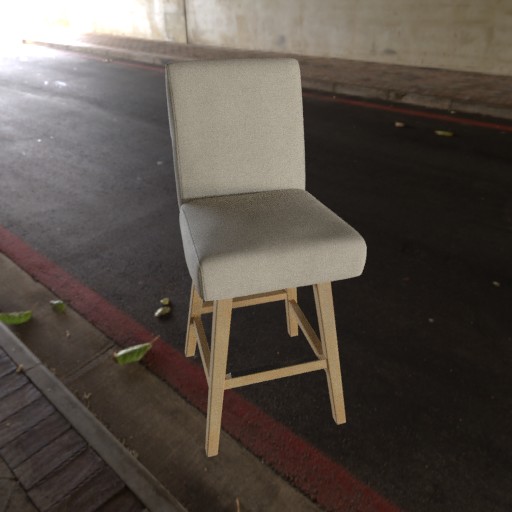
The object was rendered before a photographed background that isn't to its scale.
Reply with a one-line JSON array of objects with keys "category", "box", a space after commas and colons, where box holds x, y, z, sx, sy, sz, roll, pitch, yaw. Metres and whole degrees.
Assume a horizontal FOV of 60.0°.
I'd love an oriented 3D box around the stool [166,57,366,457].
[{"category": "stool", "box": [0.000, 0.000, 1.307, 0.446, 1.015, 0.543, -8, 32, -14]}]
